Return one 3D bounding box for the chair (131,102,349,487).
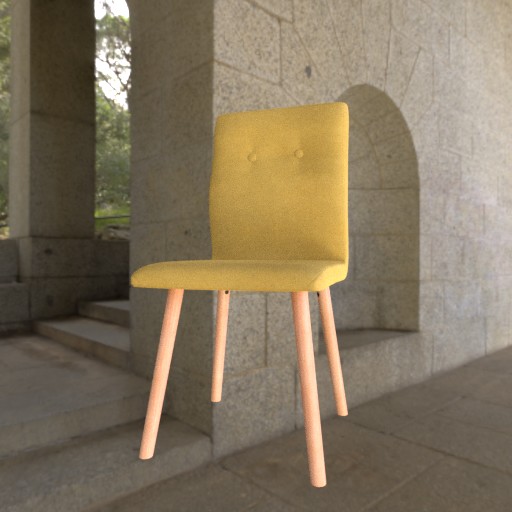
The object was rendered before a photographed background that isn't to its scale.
[{"bbox_3d":[0.000,0.000,1.212,0.450,0.965,0.550,0,0,18],"label":"chair"}]
